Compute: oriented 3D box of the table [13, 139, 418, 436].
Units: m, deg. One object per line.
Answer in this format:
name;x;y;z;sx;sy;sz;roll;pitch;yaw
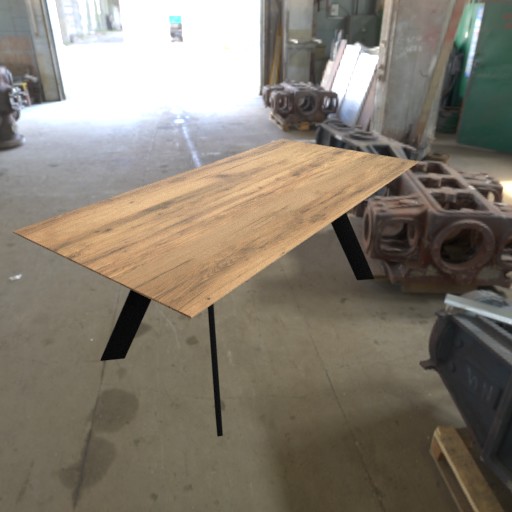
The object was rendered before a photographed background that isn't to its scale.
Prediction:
table;0.000;0.000;2.443;1.000;0.770;2.000;19;33;32
